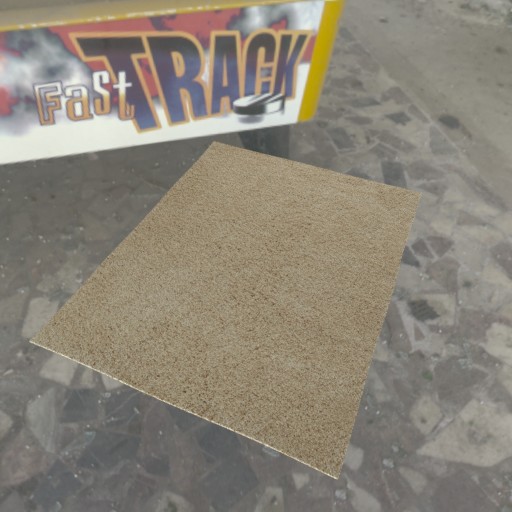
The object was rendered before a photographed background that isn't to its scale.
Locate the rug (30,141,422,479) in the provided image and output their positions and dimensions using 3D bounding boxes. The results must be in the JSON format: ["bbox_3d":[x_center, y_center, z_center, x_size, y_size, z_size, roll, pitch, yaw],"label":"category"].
[{"bbox_3d":[0.000,0.000,3.947,2.400,0.025,3.000,18,49,16],"label":"rug"}]
